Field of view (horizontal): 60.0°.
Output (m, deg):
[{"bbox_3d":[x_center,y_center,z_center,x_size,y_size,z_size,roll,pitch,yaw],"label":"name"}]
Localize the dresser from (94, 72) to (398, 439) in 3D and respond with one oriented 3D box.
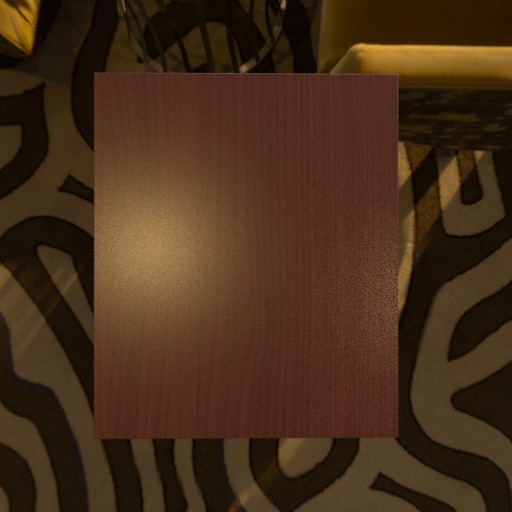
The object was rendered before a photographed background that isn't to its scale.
[{"bbox_3d":[0.000,0.000,0.721,0.360,0.470,0.400,0,90,-1],"label":"dresser"}]
